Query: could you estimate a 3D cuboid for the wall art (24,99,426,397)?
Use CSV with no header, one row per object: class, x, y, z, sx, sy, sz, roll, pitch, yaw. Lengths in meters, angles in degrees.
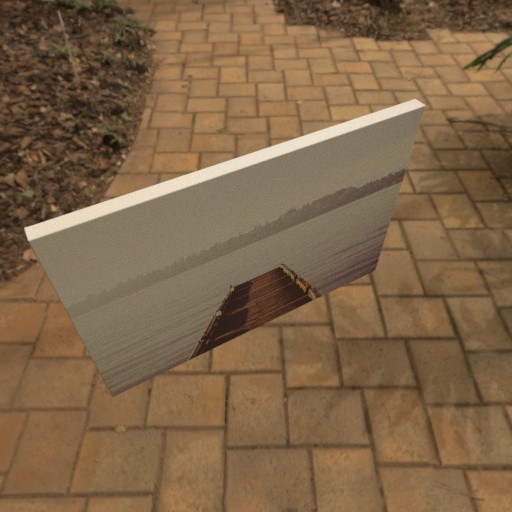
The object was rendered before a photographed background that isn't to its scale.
wall art,0.000,0.000,1.142,0.916,0.609,0.037,-23,52,-19
